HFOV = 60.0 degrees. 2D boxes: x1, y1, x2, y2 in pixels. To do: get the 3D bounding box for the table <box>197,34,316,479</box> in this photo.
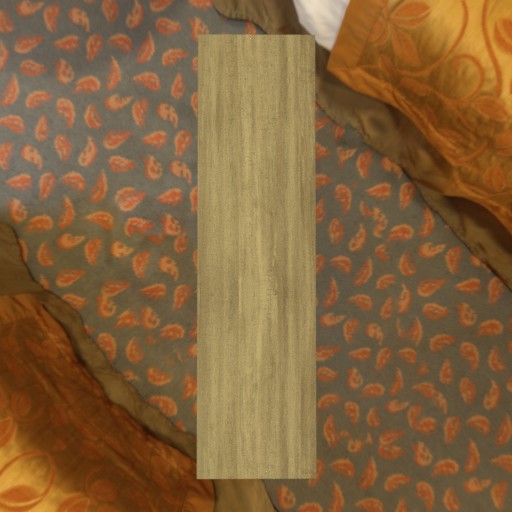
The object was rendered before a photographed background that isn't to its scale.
[{"bbox_3d":[0.000,0.000,1.761,0.400,0.530,1.500,0,89,0],"label":"table"}]
